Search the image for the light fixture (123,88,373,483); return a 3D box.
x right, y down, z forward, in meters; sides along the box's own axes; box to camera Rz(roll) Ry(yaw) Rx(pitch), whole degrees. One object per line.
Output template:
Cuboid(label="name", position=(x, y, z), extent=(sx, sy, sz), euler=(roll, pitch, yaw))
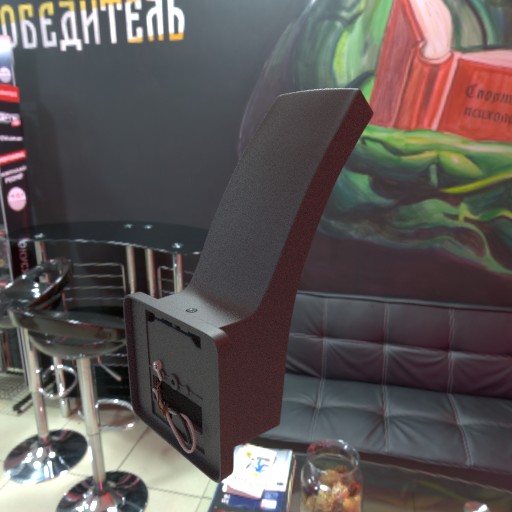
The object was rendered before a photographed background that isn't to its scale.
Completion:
Cuboid(label="light fixture", position=(0.000, 0.000, 0.332), extent=(0.174, 0.243, 0.108), euler=(-14, 21, -42))
